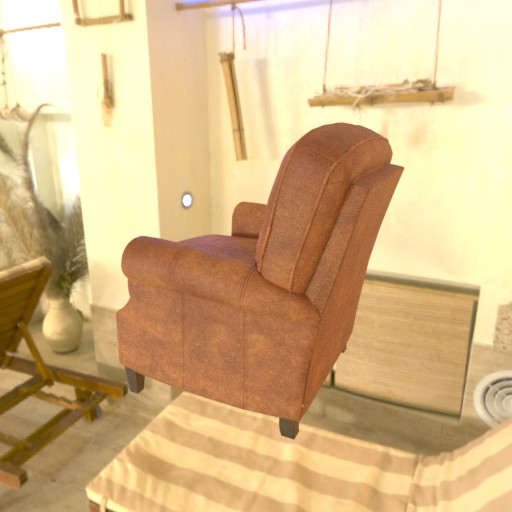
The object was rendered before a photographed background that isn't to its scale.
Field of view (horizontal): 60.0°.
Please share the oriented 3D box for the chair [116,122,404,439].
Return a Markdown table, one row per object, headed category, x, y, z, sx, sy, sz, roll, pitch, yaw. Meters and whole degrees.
| category | x | y | z | sx | sy | sz | roll | pitch | yaw |
| --- | --- | --- | --- | --- | --- | --- | --- | --- | --- |
| chair | 0.000 | 0.000 | 1.765 | 0.986 | 1.018 | 0.936 | 8 | 18 | 24 |
